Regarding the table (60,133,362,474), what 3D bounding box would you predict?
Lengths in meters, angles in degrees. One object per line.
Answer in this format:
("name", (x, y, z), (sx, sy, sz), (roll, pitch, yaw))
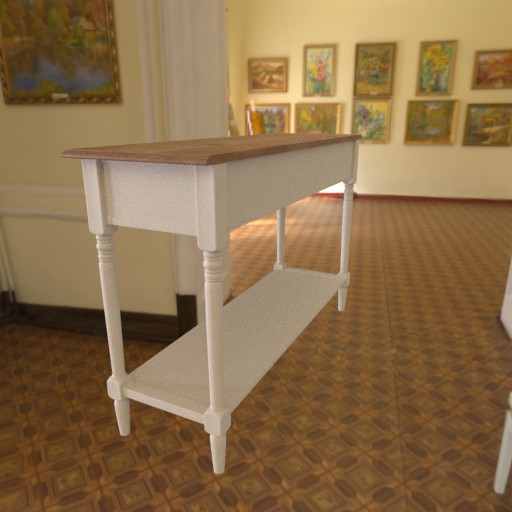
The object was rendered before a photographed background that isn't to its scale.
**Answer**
("table", (0.000, 0.000, 1.573), (0.399, 0.800, 1.219), (9, 19, 25))
